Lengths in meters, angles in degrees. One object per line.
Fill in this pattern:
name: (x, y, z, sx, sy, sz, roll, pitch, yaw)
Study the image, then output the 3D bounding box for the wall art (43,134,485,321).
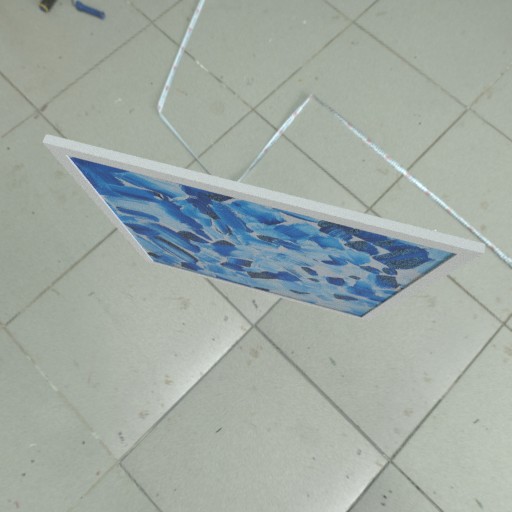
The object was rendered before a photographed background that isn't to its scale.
wall art: (0.000, 0.000, 0.958, 0.660, 0.660, 0.015, 15, 74, 4)
